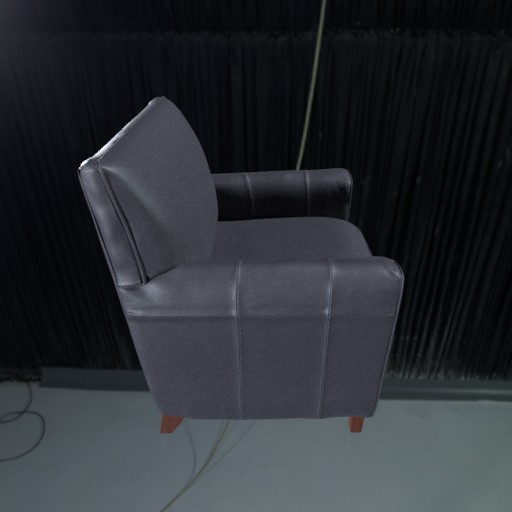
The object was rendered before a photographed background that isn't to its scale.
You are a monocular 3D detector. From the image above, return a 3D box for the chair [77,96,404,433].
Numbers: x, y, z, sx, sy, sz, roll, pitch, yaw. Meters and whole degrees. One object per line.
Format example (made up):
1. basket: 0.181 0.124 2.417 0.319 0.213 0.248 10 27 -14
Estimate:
1. chair: 0.000 0.000 1.568 0.825 0.943 0.870 0 30 0
